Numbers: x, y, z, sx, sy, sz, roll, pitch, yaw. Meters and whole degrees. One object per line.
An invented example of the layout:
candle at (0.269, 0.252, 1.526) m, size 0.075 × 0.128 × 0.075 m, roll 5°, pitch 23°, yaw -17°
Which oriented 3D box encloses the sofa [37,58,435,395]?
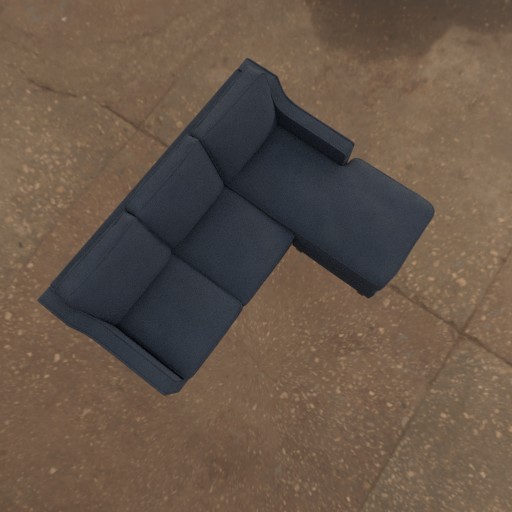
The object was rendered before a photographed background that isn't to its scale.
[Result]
sofa at (0.000, 0.000, 3.309) m, size 1.858 × 1.066 × 2.317 m, roll 36°, pitch 79°, yaw 8°
